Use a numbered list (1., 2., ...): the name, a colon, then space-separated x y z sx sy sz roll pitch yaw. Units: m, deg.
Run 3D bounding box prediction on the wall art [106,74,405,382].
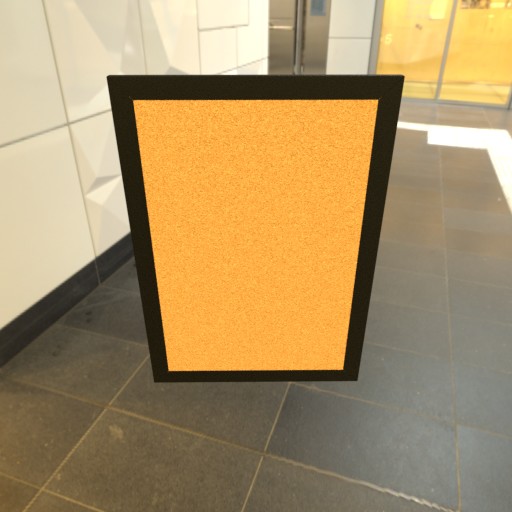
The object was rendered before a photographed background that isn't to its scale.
1. wall art: 0.000 0.000 0.602 0.326 0.459 0.011 0 30 0
